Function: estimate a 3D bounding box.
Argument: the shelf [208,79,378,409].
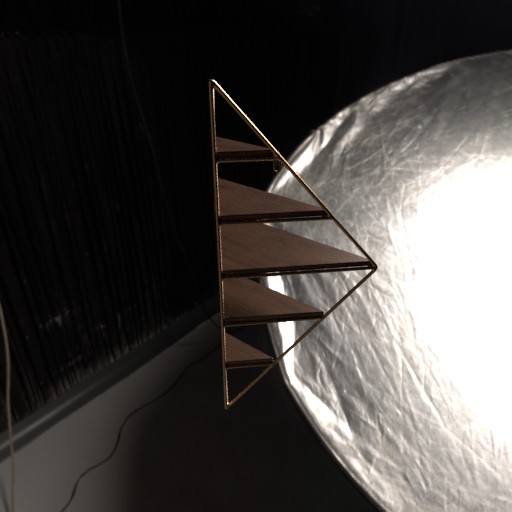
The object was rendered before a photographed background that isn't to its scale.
[{"bbox_3d":[0.000,0.000,1.181,0.564,0.913,0.294,21,36,32],"label":"shelf"}]
